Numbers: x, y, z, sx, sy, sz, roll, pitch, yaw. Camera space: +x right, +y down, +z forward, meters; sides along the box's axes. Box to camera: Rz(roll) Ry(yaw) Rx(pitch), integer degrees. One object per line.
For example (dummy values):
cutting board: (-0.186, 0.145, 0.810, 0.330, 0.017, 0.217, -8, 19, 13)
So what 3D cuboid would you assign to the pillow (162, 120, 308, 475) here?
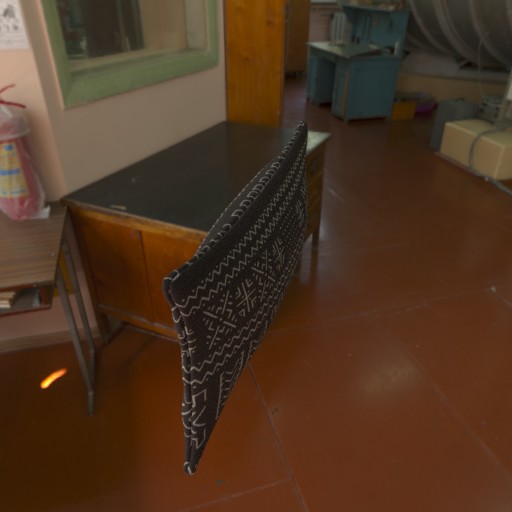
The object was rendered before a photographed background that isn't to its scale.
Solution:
pillow: (0.000, 0.000, 0.794, 0.135, 0.322, 0.667, 9, 33, 15)
